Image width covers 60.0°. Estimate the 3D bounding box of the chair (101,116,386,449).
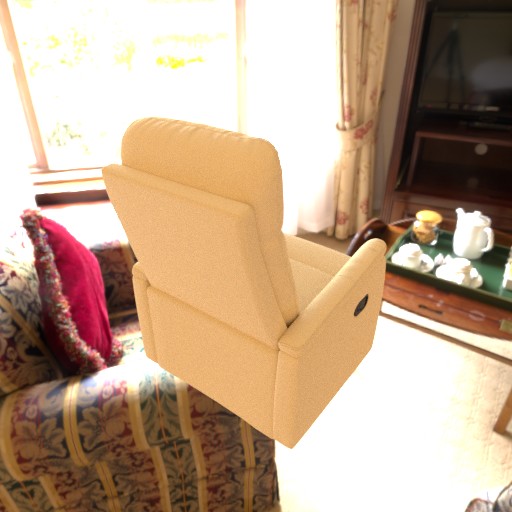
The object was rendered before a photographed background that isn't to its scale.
[{"bbox_3d":[0.000,0.000,1.661,0.775,1.082,0.831,21,37,32],"label":"chair"}]
